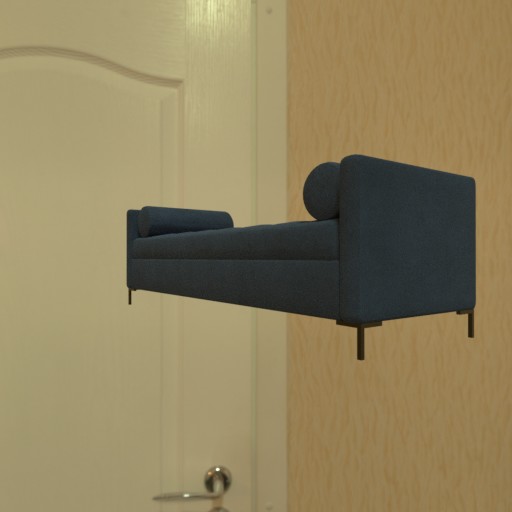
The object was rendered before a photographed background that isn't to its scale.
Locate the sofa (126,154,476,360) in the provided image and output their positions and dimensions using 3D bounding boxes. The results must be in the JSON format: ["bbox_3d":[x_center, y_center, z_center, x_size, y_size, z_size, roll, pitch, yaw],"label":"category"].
[{"bbox_3d":[0.000,0.000,2.317,0.686,0.635,1.981,0,0,-36],"label":"sofa"}]
